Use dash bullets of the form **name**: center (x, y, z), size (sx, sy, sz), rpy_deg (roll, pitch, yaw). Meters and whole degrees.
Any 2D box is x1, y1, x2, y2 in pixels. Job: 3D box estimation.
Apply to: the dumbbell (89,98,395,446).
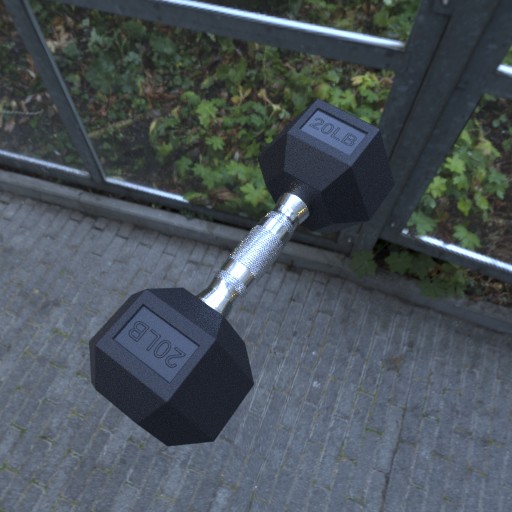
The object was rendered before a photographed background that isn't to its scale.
- **dumbbell**: center (0.000, 0.000, 0.326), size (0.106, 0.092, 0.272), rpy_deg (32, 67, 16)
